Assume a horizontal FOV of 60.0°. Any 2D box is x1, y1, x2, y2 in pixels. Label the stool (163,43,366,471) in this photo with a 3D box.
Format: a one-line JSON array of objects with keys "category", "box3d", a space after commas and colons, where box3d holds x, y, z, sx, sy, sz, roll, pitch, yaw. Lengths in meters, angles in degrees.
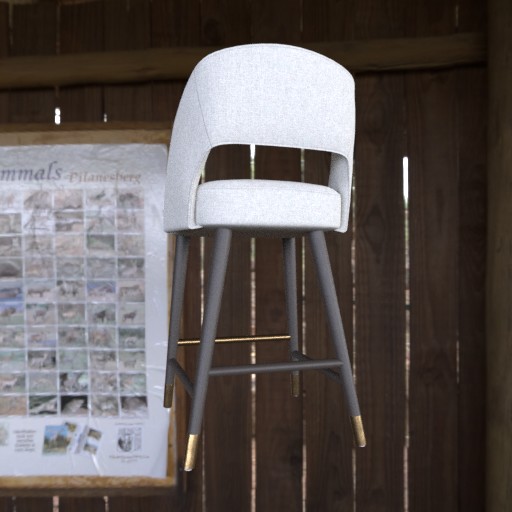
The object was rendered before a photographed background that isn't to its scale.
[{"category": "stool", "box3d": [0.000, 0.000, 1.222, 0.494, 0.940, 0.509, 0, -1, -17]}]
